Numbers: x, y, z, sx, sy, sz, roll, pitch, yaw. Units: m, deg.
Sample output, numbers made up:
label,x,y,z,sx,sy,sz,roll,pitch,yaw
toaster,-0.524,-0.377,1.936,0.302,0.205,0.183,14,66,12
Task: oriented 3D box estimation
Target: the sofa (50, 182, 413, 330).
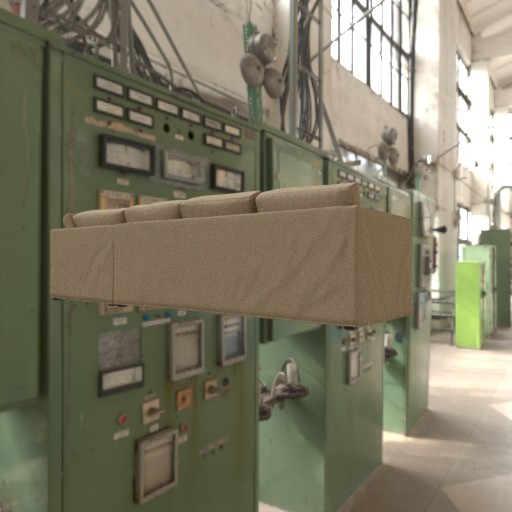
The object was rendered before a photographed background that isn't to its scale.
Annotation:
label,x,y,z,sx,sy,sz,roll,pitch,yaw
sofa,0.000,0.000,4.291,3.182,0.871,2.432,0,-1,37
